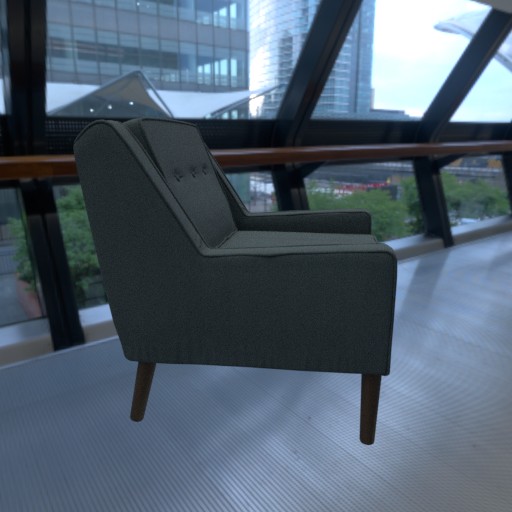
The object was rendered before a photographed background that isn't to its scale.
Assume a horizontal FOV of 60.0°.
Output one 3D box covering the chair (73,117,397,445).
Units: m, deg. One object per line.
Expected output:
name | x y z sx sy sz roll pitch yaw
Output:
chair | 0.000 0.000 1.315 0.733 0.780 0.663 2 14 8
